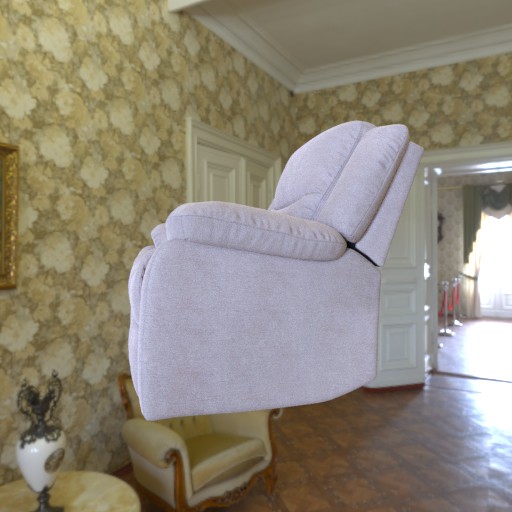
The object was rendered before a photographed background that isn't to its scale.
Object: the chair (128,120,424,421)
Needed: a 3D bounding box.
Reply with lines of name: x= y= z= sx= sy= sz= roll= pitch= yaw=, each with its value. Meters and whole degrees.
chair: x=0.000 y=0.000 z=1.715 sx=0.944 sy=1.008 sz=0.899 roll=0 pitch=-1 yaw=-17
